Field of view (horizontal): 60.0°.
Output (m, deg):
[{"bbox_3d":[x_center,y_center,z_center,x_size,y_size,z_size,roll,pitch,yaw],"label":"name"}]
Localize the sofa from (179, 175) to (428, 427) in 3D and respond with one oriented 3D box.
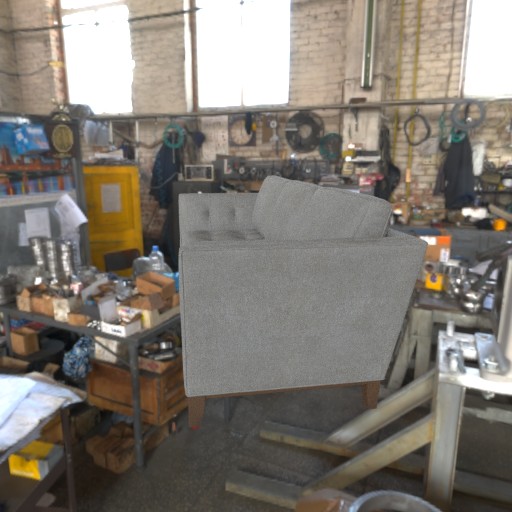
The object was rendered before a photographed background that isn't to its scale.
[{"bbox_3d":[0.000,0.000,2.852,0.965,0.940,2.387,-2,13,-9],"label":"sofa"}]
